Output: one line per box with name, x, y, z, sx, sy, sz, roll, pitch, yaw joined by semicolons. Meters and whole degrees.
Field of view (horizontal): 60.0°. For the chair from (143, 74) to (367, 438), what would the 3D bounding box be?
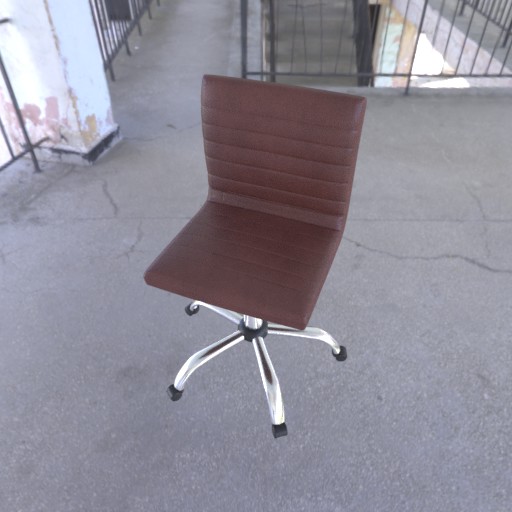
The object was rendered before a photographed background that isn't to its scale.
chair;0.000;0.000;1.143;0.556;0.780;0.530;14;44;16
